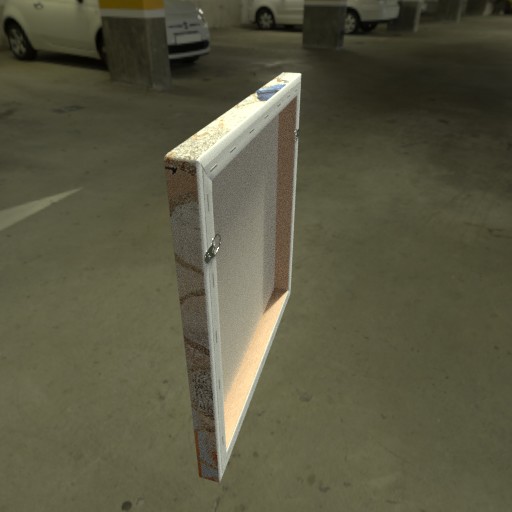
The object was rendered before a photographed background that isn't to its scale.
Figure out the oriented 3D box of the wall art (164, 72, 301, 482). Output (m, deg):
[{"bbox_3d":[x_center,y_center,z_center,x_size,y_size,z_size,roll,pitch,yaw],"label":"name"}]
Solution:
[{"bbox_3d":[0.000,0.000,0.751,0.038,0.508,0.507,8,32,14],"label":"wall art"}]
